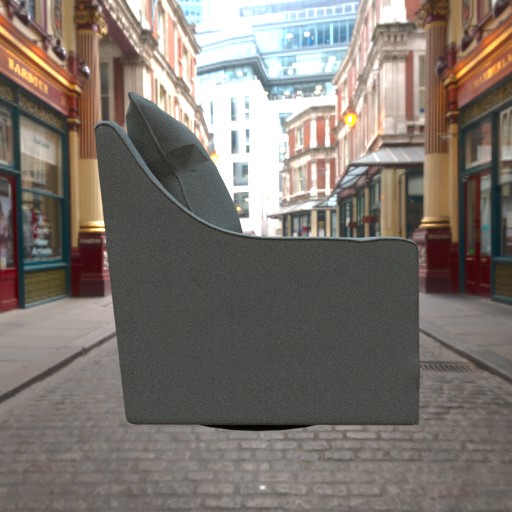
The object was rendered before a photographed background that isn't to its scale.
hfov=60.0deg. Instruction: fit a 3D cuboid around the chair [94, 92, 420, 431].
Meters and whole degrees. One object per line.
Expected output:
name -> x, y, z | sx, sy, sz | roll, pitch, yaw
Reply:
chair -> 0.000, 0.000, 1.525 | 0.870, 0.926, 0.760 | 0, 1, 0
